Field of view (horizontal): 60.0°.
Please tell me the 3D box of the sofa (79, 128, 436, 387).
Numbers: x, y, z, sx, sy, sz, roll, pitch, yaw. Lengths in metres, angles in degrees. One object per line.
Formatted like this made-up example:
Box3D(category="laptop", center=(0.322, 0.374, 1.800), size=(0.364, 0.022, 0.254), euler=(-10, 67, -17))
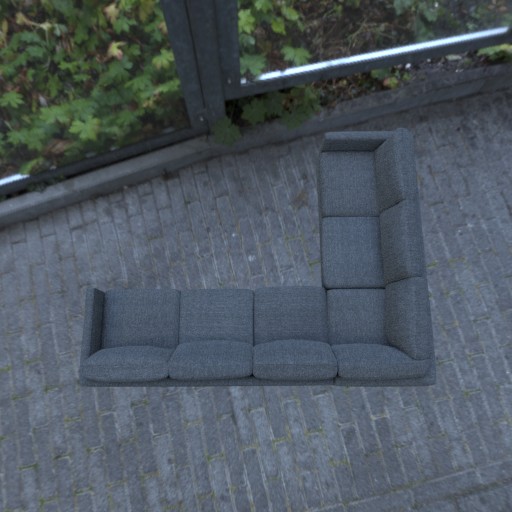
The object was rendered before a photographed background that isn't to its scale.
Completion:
Box3D(category="sofa", center=(0.000, 0.000, 4.556), size=(3.302, 0.947, 2.593), euler=(0, 76, 0))
